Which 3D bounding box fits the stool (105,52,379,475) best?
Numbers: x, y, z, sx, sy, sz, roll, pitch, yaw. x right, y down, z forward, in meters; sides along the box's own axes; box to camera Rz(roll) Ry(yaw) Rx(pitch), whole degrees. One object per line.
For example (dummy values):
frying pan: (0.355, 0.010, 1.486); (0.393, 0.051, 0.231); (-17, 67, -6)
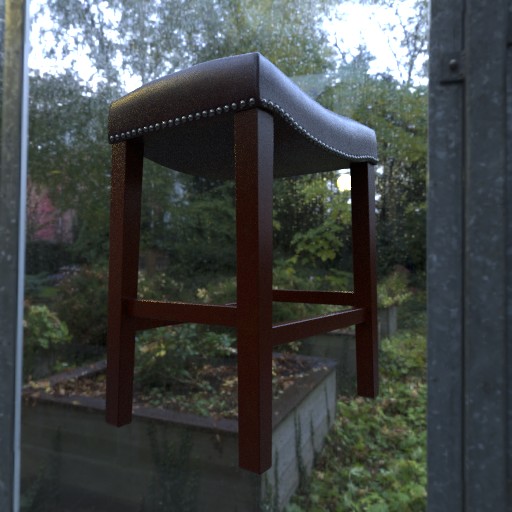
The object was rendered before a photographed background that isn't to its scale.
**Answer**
stool: (0.000, 0.000, 0.960); (0.372, 0.657, 0.504); (-1, -1, 35)
